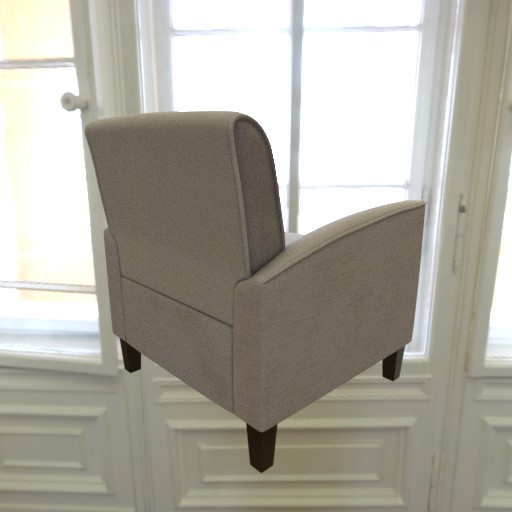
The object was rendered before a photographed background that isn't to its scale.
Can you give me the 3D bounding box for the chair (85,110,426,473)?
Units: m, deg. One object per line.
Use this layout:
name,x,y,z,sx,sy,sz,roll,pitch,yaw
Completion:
chair,0.000,0.000,1.528,0.821,0.915,0.820,-14,20,-42
